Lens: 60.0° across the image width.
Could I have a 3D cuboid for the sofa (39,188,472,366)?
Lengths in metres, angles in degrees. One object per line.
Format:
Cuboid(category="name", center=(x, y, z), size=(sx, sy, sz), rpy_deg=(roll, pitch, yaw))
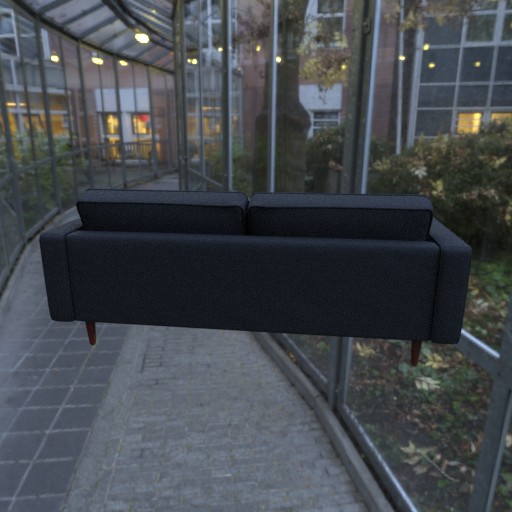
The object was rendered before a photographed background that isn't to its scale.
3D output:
Cuboid(category="sofa", center=(0.000, 0.000, 2.360), size=(1.875, 0.759, 0.914), rpy_deg=(2, 17, 7))
